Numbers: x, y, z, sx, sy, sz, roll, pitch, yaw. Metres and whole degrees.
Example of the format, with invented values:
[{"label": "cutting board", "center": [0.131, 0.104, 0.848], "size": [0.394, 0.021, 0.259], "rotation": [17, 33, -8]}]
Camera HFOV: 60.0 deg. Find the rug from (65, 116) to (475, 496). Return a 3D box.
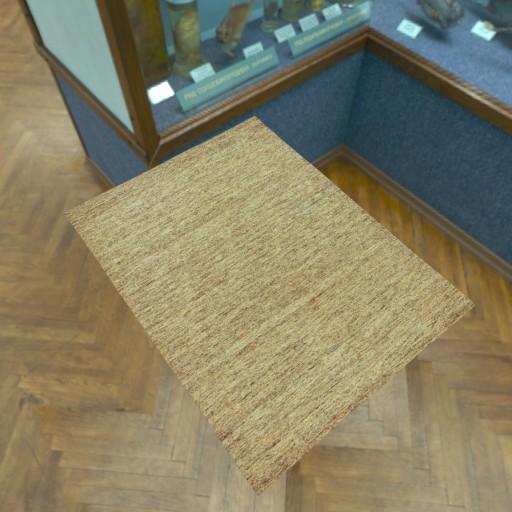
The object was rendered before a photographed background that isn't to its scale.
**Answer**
[{"label": "rug", "center": [0.000, 0.000, 4.205], "size": [2.438, 0.012, 3.200], "rotation": [-33, 62, -20]}]
